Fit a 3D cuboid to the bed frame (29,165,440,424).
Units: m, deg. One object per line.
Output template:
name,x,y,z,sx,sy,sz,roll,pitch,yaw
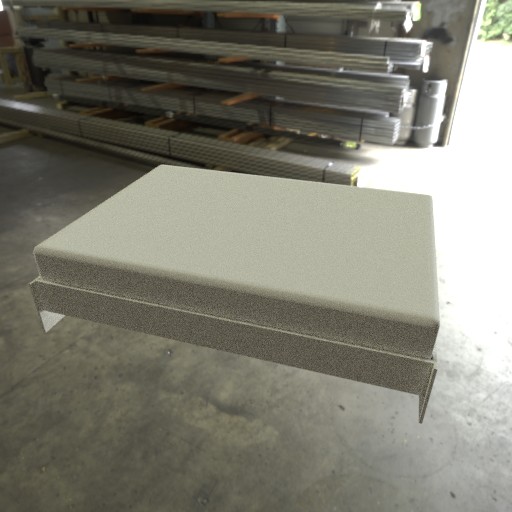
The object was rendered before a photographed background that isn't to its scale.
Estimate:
bed frame,0.000,0.000,2.607,1.945,0.497,1.445,9,32,15
